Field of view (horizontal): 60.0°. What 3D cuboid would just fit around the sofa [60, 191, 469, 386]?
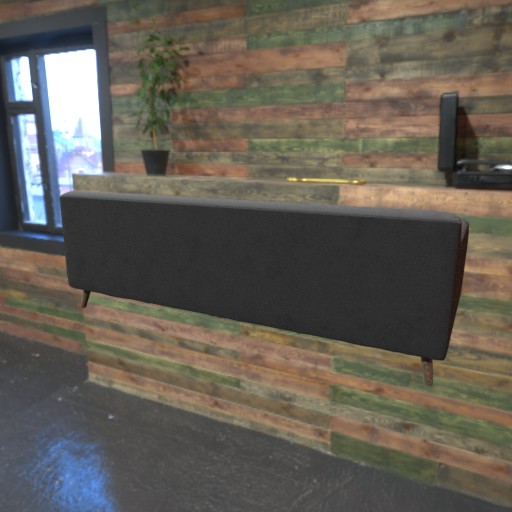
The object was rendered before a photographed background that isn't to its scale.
[{"bbox_3d":[0.000,0.000,2.595,2.190,0.740,0.900,7,15,27],"label":"sofa"}]
